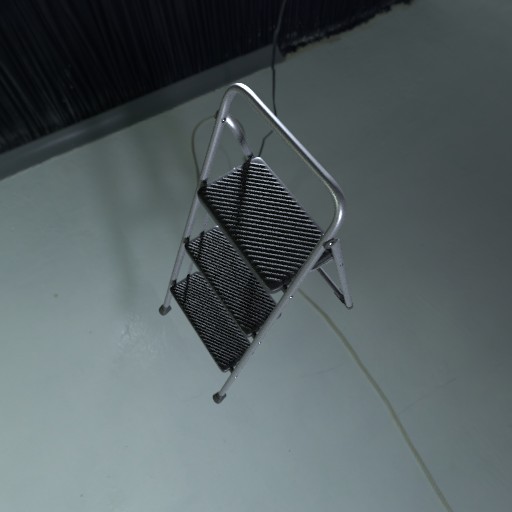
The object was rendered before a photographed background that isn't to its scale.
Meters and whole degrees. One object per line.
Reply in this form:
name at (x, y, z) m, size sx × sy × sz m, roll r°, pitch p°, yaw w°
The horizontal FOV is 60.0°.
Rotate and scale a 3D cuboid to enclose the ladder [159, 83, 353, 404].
ladder at (0.000, 0.000, 1.286) m, size 0.629 × 0.945 × 0.430 m, roll -32°, pitch 68°, yaw -14°
